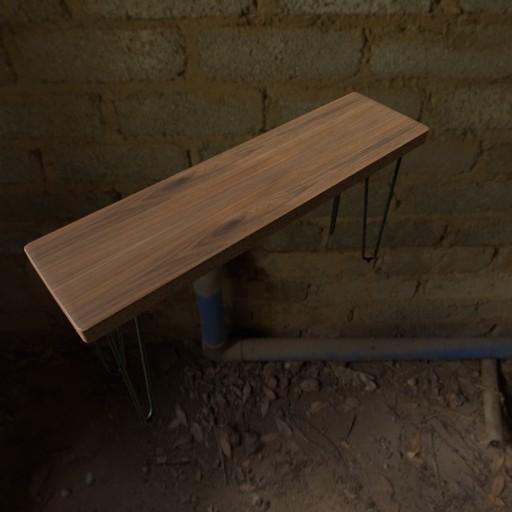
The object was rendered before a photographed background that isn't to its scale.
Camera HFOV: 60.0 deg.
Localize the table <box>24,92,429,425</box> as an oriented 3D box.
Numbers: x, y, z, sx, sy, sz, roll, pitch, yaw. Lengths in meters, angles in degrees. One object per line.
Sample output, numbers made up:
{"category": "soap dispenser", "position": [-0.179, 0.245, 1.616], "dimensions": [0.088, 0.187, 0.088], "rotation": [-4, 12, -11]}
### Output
{"category": "table", "position": [0.000, 0.000, 1.930], "dimensions": [1.570, 0.834, 0.425], "rotation": [-32, 55, -26]}
